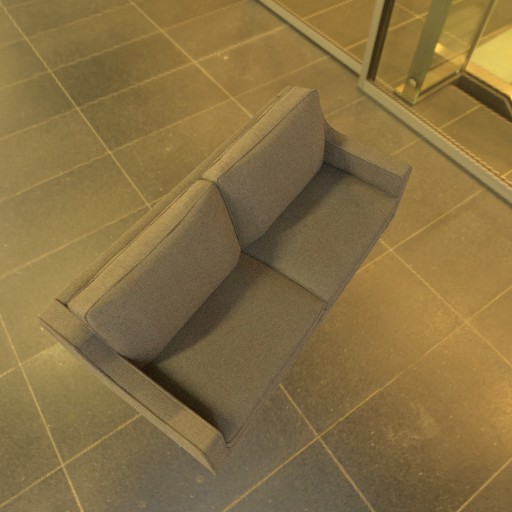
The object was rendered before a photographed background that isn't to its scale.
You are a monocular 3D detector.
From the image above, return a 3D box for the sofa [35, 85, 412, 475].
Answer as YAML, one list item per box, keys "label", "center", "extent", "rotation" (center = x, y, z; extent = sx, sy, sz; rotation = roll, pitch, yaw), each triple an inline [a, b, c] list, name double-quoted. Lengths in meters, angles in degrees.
- label: "sofa"
  center: [0.000, 0.000, 2.731]
  extent: [1.073, 1.074, 2.181]
  rotation: [31, 62, 19]
